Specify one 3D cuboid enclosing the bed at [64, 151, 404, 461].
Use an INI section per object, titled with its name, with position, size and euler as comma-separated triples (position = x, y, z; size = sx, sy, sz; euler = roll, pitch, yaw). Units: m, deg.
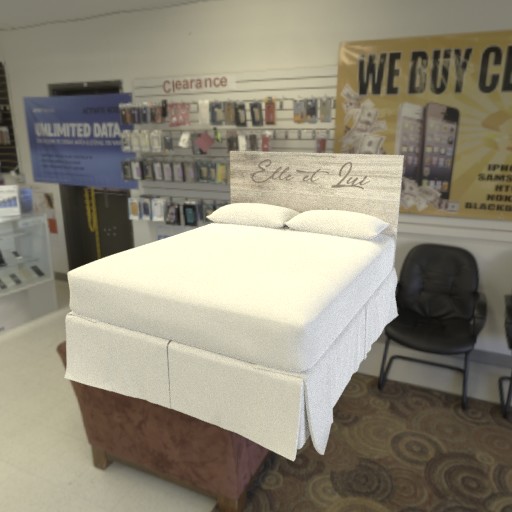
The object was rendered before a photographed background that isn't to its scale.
[bed]
position = 0.000, 0.000, 3.147
size = 1.745, 1.335, 2.094
euler = 8, 18, 27
